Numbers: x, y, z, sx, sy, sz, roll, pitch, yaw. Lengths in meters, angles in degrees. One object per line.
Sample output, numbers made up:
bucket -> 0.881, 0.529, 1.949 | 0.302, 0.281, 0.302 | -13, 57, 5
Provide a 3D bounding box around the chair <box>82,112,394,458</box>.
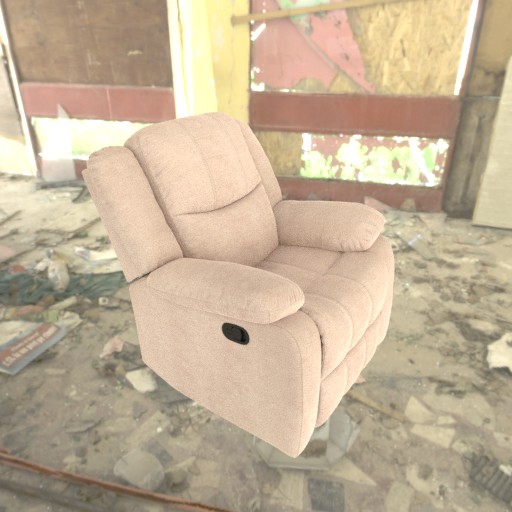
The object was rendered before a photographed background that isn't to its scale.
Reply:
chair -> 0.000, 0.000, 1.752 | 0.944, 1.008, 0.899 | 18, 32, 31
